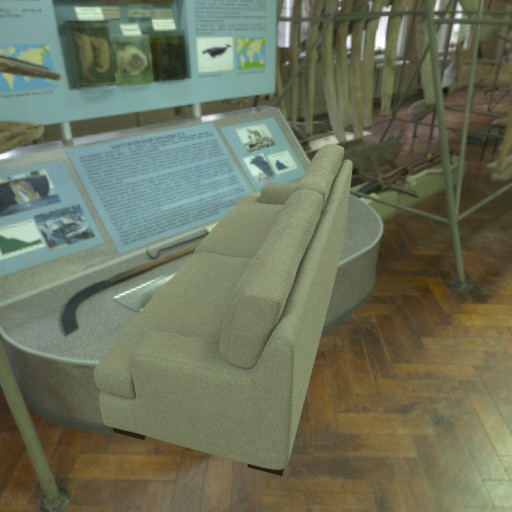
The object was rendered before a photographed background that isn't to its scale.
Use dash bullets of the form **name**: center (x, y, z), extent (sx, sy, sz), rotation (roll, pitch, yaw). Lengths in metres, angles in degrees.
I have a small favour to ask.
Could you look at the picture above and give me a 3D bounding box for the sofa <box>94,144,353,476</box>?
- **sofa**: center (0.000, 0.000, 2.865), extent (0.962, 0.980, 2.354), rotation (8, 30, 14)
